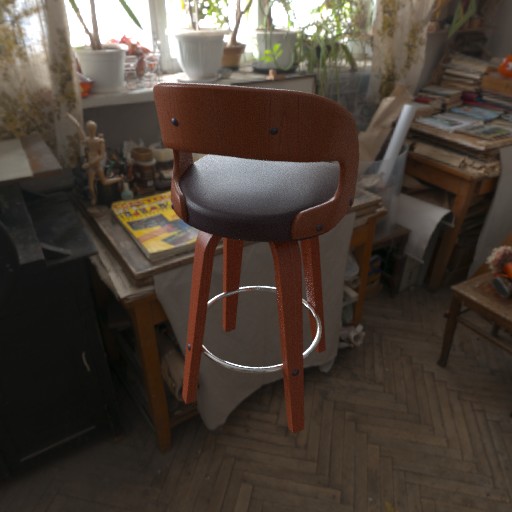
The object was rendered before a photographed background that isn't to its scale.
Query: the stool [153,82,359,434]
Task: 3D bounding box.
[{"bbox_3d":[0.000,0.000,1.176,0.457,0.940,0.457,10,33,15],"label":"stool"}]
